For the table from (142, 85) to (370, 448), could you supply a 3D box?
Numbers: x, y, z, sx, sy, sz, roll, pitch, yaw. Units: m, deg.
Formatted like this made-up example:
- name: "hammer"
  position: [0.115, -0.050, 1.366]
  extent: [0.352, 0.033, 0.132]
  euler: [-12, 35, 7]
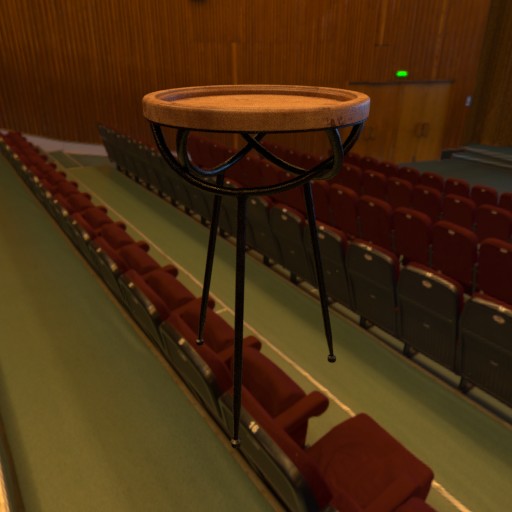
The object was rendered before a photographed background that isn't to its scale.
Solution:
- name: "table"
  position: [0.000, 0.000, 0.962]
  extent: [0.414, 0.664, 0.418]
  euler: [-17, 31, -31]
